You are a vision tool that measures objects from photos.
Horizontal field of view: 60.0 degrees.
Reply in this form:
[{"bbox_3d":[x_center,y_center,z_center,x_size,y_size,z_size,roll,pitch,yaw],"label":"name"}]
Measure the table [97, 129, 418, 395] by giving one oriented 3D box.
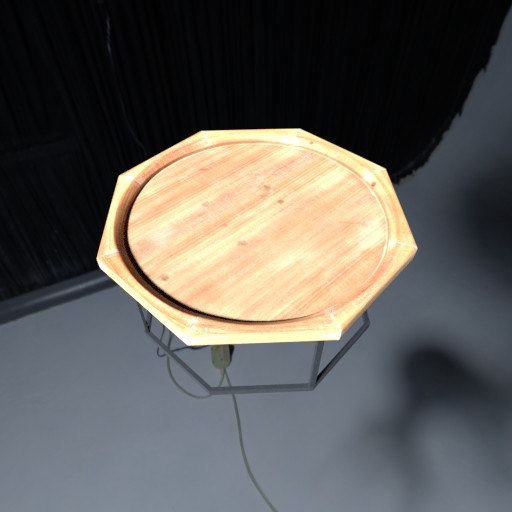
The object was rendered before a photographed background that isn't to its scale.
[{"bbox_3d":[0.000,0.000,1.567,1.002,0.444,1.002,0,47,0],"label":"table"}]
